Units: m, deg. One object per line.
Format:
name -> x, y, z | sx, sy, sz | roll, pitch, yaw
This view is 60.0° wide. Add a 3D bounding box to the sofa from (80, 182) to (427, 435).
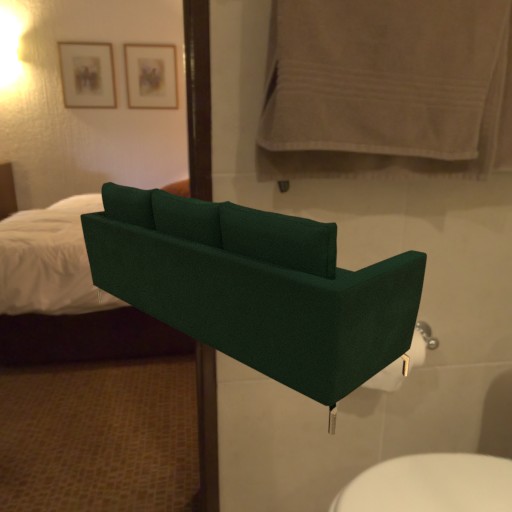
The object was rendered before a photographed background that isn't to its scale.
sofa -> 0.000, 0.000, 3.219 | 2.441, 1.007, 1.489 | 15, 22, 43
